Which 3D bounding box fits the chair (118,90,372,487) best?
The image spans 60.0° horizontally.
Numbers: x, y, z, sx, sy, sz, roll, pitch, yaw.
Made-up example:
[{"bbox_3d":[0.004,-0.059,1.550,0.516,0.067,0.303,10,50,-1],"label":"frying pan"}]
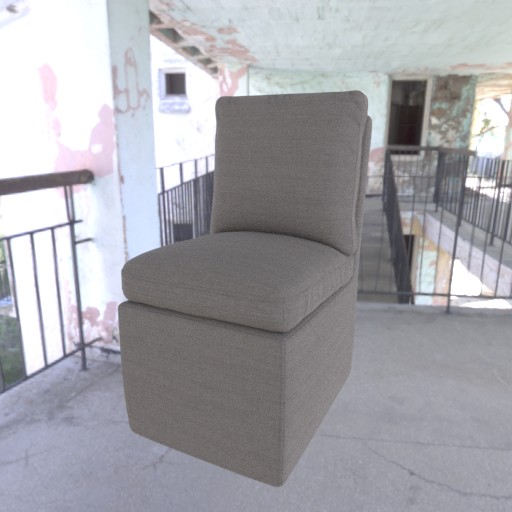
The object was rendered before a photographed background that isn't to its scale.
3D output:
[{"bbox_3d":[0.000,0.000,1.299,0.503,0.927,0.698,8,17,26],"label":"chair"}]
